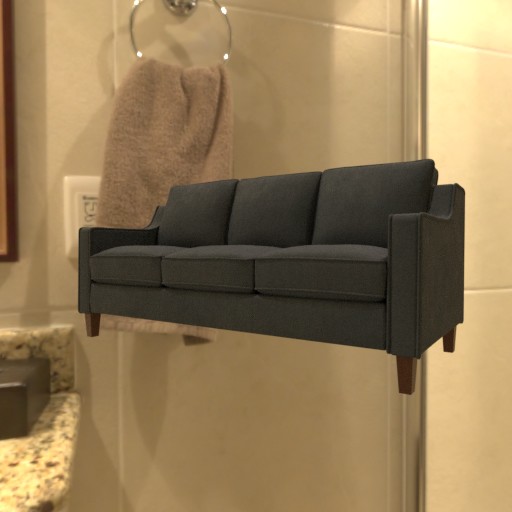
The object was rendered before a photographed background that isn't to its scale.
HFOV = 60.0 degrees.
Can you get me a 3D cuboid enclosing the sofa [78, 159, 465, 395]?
[{"bbox_3d":[0.000,0.000,2.459,1.986,0.974,0.911,1,1,34],"label":"sofa"}]
